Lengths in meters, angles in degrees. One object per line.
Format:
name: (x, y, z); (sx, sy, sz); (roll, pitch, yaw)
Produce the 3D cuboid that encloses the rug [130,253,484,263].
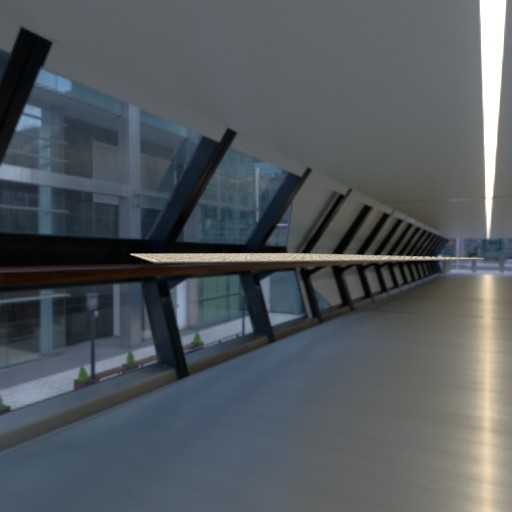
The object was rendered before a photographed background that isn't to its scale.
rug: (0.000, 0.000, 2.357); (1.220, 0.007, 1.828); (0, 1, -18)
